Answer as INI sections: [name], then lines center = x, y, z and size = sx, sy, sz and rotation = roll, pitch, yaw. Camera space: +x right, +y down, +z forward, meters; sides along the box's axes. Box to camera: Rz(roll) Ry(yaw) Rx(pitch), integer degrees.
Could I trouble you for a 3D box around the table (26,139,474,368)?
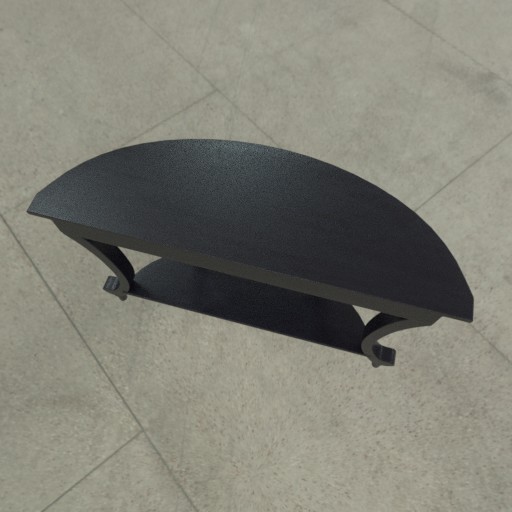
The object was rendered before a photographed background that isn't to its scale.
[table]
center = 0.000, 0.000, 1.537
size = 1.198, 0.692, 0.394
rotation = 14, 64, 7
